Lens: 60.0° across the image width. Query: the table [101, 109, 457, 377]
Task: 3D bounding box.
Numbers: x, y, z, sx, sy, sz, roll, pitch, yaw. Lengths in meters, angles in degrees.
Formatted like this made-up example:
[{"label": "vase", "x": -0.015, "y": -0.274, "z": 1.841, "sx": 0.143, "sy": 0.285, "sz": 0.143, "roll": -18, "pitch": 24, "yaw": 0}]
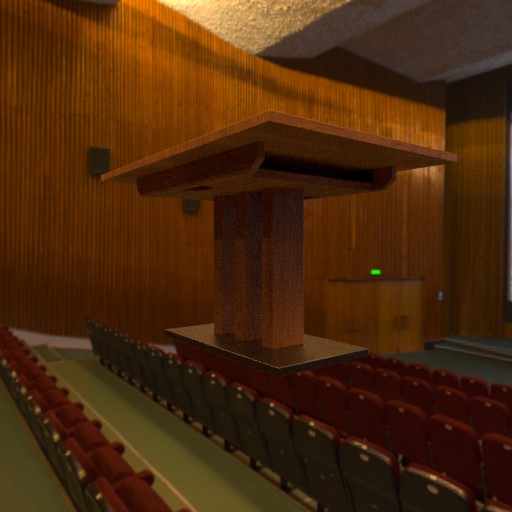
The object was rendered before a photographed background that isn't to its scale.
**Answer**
[{"label": "table", "x": 0.000, "y": 0.000, "z": 1.909, "sx": 0.900, "sy": 0.770, "sz": 1.300, "roll": -1, "pitch": 2, "yaw": -37}]
